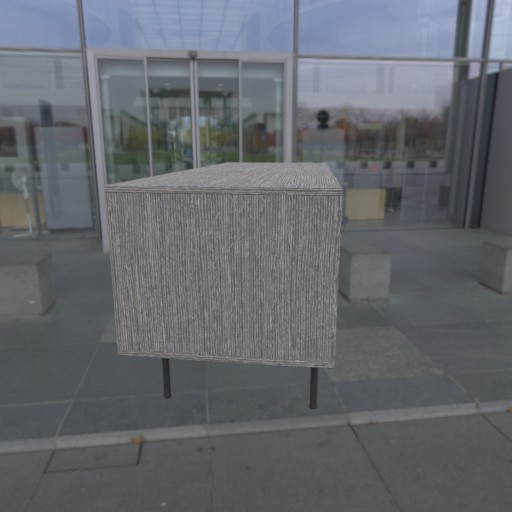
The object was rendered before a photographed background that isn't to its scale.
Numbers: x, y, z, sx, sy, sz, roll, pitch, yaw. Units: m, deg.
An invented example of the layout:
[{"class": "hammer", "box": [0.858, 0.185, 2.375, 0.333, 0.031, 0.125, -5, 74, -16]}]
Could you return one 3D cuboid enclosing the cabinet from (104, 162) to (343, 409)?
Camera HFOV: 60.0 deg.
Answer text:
[{"class": "cabinet", "box": [0.000, 0.000, 1.567, 0.500, 0.599, 1.300, 2, 14, 7]}]
